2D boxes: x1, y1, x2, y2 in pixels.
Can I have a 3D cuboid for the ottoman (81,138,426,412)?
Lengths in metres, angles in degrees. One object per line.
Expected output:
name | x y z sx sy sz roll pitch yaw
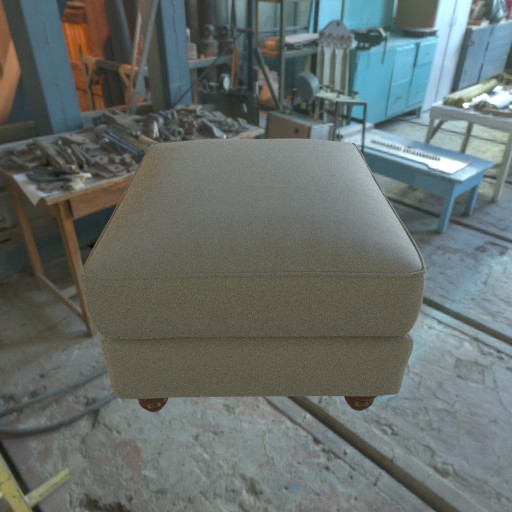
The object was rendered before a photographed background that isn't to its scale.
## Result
ottoman | 0.000 0.000 1.163 0.662 0.505 0.716 0 33 0
